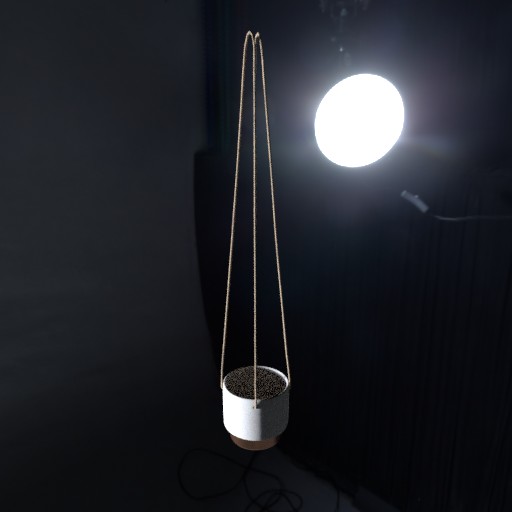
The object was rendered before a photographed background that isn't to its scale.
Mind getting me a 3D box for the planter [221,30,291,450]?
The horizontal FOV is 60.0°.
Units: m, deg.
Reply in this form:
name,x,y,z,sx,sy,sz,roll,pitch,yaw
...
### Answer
name,x,y,z,sx,sy,sz,roll,pitch,yaw
planter,0.000,0.000,0.910,0.146,0.841,0.146,-14,20,-43
